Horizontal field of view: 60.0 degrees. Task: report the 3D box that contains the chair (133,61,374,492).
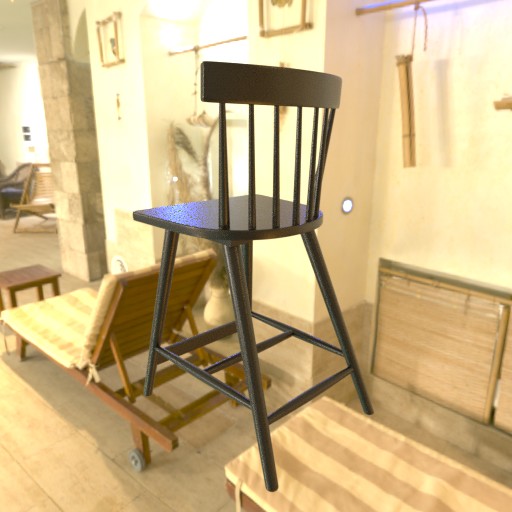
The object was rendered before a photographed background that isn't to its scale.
[{"bbox_3d":[0.000,0.000,1.244,0.483,0.952,0.572,-15,22,-42],"label":"chair"}]
